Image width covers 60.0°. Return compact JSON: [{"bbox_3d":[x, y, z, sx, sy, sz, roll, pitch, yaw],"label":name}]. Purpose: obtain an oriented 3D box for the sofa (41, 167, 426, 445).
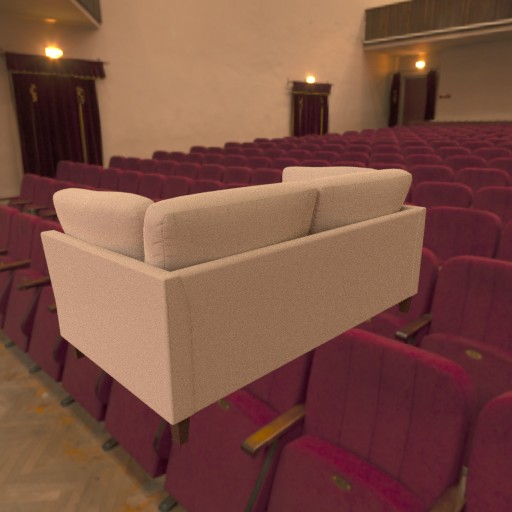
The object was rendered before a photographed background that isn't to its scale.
[{"bbox_3d":[0.000,0.000,2.280,1.776,0.836,0.970,-15,22,-42],"label":"sofa"}]
